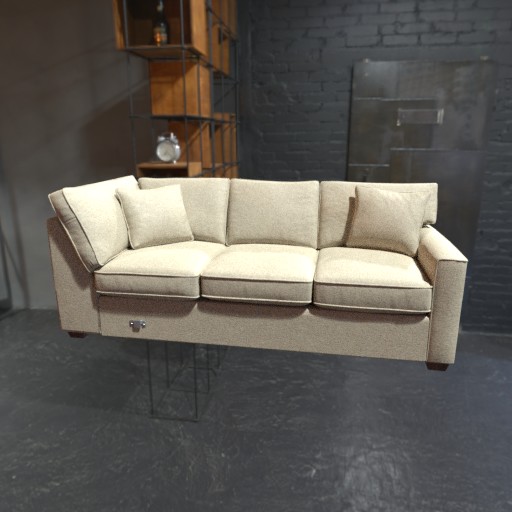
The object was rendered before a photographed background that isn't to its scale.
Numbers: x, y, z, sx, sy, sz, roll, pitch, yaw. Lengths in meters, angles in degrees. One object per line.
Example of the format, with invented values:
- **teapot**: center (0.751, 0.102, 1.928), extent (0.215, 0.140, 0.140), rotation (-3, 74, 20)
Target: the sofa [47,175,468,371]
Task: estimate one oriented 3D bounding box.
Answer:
- **sofa**: center (0.000, 0.000, 2.891), extent (2.323, 0.948, 1.053), rotation (3, 15, 10)
